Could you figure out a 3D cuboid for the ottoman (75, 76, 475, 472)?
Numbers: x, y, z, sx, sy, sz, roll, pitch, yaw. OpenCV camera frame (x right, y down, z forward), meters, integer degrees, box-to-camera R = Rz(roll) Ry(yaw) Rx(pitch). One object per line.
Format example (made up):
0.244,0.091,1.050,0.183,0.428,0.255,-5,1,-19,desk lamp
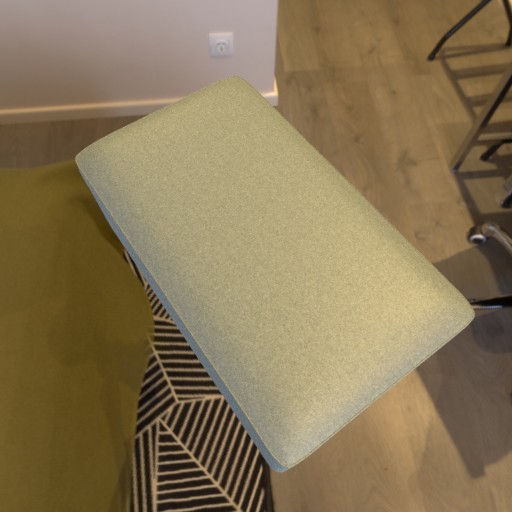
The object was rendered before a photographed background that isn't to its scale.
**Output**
0.000,0.000,1.504,0.681,0.494,1.173,-32,67,-16,ottoman
